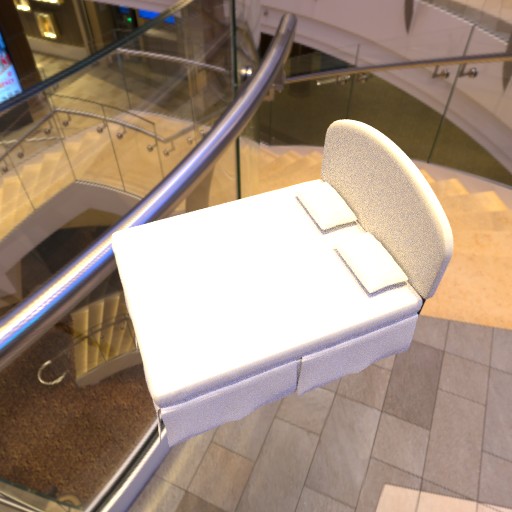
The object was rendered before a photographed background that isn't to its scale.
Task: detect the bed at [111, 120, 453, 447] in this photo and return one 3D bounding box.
[{"bbox_3d":[0.000,0.000,3.205,2.005,1.410,1.607,-17,49,-15],"label":"bed"}]
